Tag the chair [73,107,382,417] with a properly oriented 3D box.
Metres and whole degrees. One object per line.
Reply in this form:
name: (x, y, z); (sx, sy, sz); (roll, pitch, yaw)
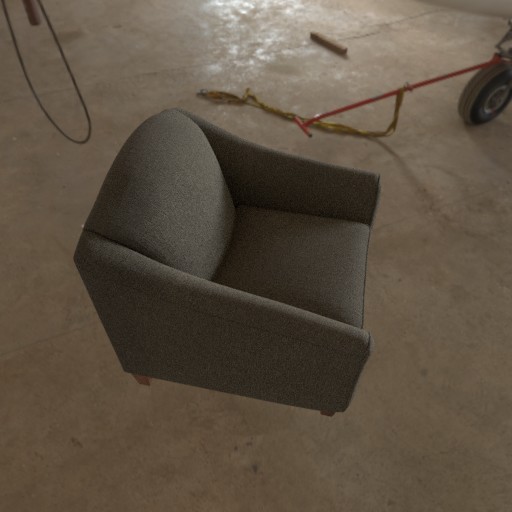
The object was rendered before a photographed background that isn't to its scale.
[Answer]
chair: (0.000, 0.000, 1.505); (0.787, 0.839, 0.763); (9, 48, 8)
